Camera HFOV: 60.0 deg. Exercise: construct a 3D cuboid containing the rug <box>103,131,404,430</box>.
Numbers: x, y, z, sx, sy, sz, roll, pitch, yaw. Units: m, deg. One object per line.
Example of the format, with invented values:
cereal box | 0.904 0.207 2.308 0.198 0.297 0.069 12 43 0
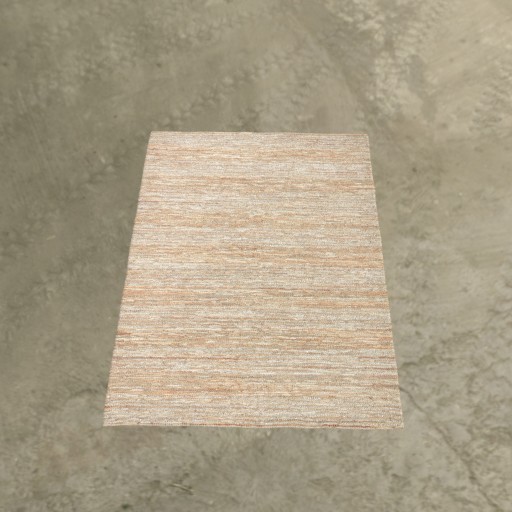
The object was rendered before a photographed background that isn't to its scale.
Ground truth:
rug | 0.000 0.000 4.015 2.313 0.009 2.939 1 63 0
